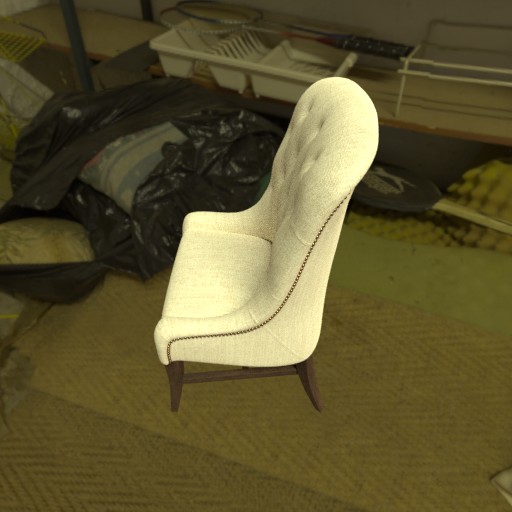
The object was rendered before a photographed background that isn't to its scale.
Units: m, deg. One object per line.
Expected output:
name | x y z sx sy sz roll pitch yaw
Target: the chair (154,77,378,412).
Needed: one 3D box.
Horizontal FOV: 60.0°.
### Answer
chair | 0.000 0.000 1.518 0.629 1.091 0.634 2 42 2
